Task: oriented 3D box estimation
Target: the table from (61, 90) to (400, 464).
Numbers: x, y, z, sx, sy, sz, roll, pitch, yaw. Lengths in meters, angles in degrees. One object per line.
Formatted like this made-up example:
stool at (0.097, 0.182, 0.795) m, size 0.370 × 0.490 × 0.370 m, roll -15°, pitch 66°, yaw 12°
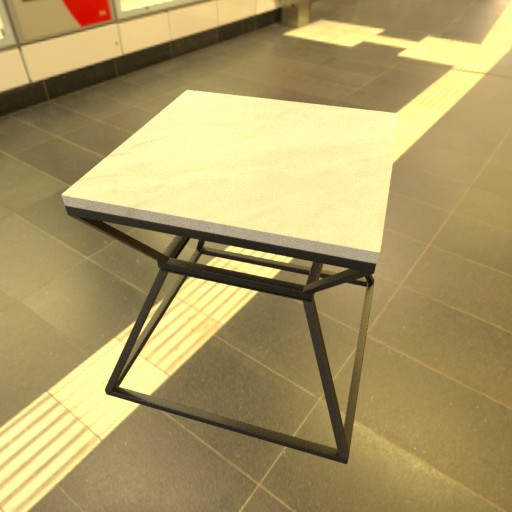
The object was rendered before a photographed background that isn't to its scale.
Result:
table at (0.000, 0.000, 0.816) m, size 0.455 × 0.431 × 0.455 m, roll 11°, pitch 41°, yaw 13°
